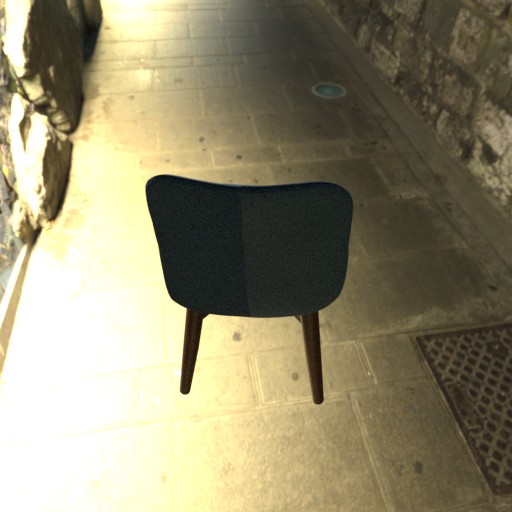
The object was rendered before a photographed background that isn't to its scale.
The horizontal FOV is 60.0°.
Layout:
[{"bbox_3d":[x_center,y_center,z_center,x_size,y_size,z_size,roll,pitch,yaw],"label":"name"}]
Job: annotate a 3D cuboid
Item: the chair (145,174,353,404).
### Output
[{"bbox_3d":[0.000,0.000,1.229,0.503,0.882,0.589,3,45,3],"label":"chair"}]
